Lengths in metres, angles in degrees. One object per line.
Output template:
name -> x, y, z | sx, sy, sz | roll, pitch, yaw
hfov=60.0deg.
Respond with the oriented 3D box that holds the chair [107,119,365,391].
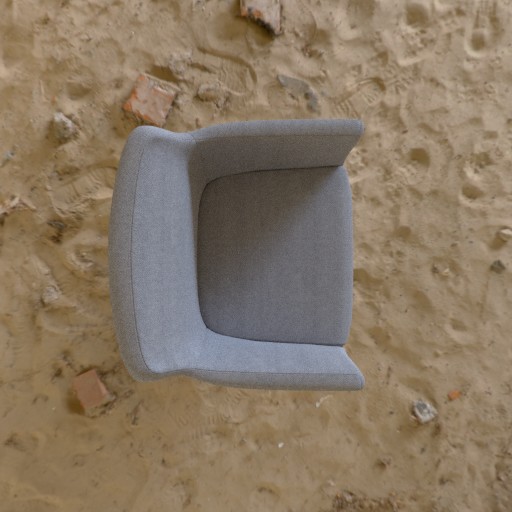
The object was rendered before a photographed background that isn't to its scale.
chair -> 0.000, 0.000, 1.156 | 0.540, 0.780, 0.570 | 0, 89, -2
